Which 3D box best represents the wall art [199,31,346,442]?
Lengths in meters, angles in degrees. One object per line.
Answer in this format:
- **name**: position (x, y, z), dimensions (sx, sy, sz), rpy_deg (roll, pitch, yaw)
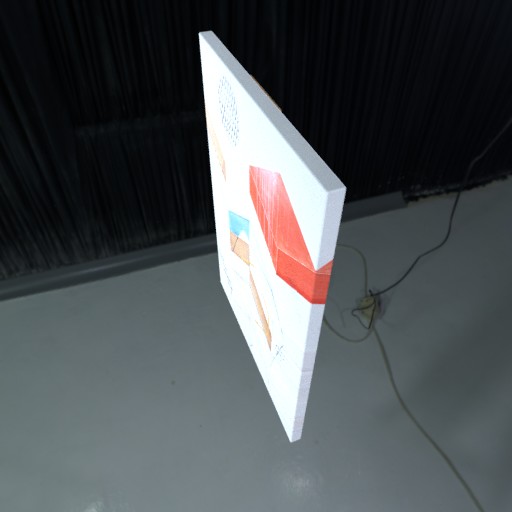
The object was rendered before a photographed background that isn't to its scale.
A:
- **wall art**: position (0.000, 0.000, 1.093), dimensions (0.036, 0.848, 0.613), rpy_deg (-16, 48, -14)
